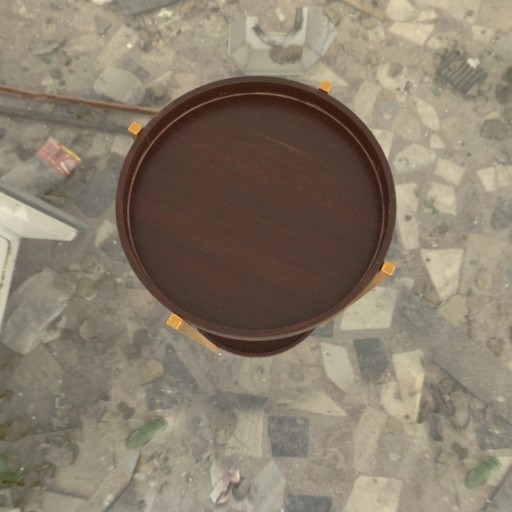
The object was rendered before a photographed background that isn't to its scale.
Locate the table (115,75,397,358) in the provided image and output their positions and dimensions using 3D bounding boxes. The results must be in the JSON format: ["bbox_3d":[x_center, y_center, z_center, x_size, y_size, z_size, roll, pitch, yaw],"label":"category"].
[{"bbox_3d":[0.000,0.000,0.874,0.400,0.610,0.400,30,77,8],"label":"table"}]
